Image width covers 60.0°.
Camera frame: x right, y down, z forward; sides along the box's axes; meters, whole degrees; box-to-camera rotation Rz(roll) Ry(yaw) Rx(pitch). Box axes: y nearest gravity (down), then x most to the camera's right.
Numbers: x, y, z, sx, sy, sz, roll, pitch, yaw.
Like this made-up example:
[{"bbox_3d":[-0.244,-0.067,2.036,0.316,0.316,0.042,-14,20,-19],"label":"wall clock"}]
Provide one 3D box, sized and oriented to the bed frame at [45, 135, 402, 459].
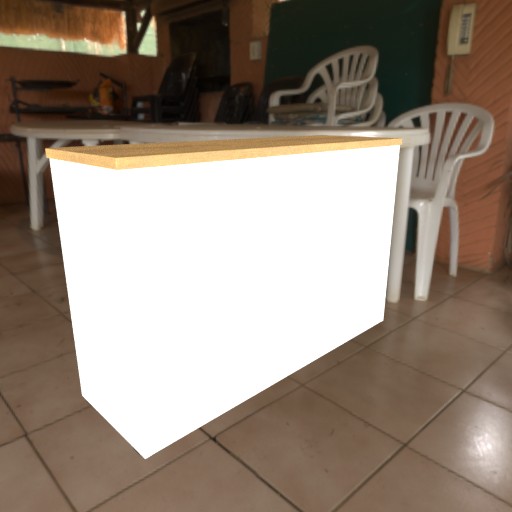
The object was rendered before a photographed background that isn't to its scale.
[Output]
[{"bbox_3d":[0.000,0.000,1.707,1.300,0.850,0.430,-16,24,-42],"label":"bed frame"}]
